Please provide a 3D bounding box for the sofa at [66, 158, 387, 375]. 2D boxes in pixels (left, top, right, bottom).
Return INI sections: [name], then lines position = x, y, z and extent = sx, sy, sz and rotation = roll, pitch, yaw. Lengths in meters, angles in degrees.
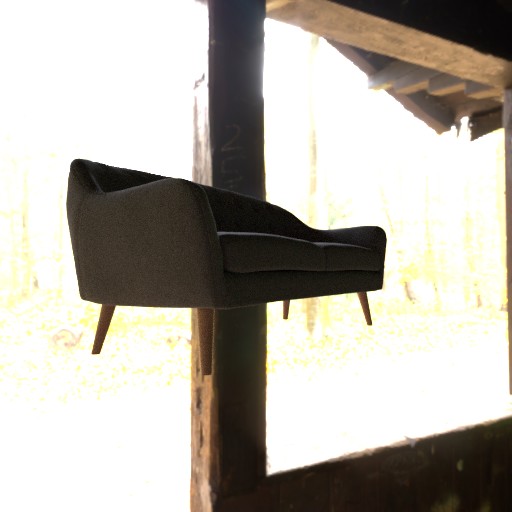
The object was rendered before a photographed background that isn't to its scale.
[sofa]
position = 0.000, 0.000, 2.267
extent = 0.820, 0.820, 1.840
rotation = -1, -2, 34
